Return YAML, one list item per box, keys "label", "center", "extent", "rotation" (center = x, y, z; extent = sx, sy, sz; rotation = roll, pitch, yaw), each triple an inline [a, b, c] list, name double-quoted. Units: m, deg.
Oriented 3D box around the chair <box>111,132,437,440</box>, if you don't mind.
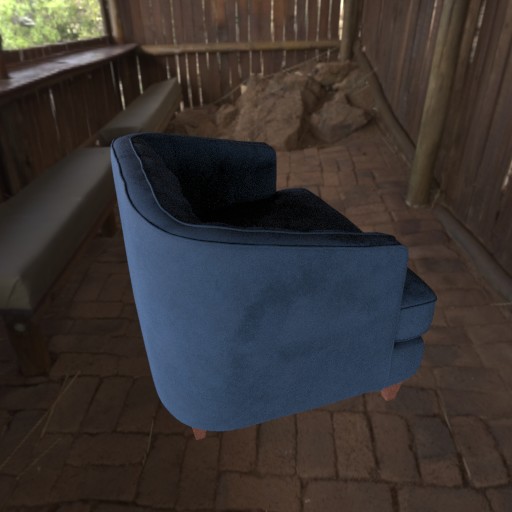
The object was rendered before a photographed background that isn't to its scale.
- label: "chair"
  center: [0.000, 0.000, 1.725]
  extent: [0.940, 0.852, 1.094]
  rotation: [-11, 32, -17]
